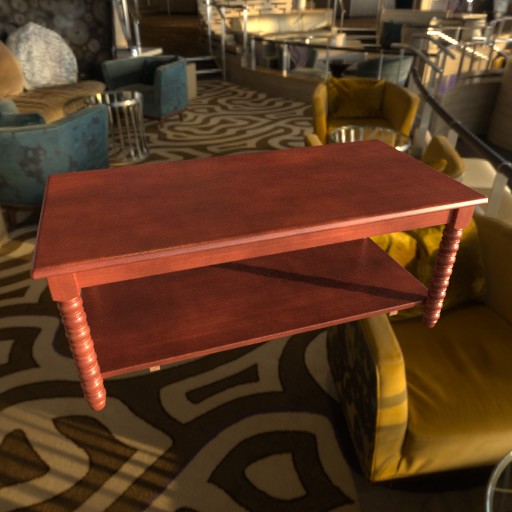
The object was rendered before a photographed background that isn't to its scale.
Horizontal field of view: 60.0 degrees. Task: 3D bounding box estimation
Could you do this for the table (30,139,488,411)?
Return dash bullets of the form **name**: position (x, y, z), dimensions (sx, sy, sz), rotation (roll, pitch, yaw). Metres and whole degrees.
- **table**: position (0.000, 0.000, 1.420), dimensions (1.171, 0.485, 0.580), rotation (-10, 33, -16)
